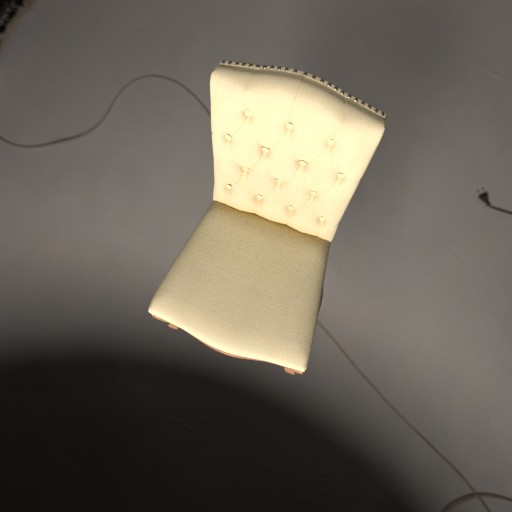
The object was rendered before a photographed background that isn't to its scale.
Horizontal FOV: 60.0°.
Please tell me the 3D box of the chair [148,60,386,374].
[{"bbox_3d":[0.000,0.000,1.586,0.623,1.165,0.715,20,77,5],"label":"chair"}]
